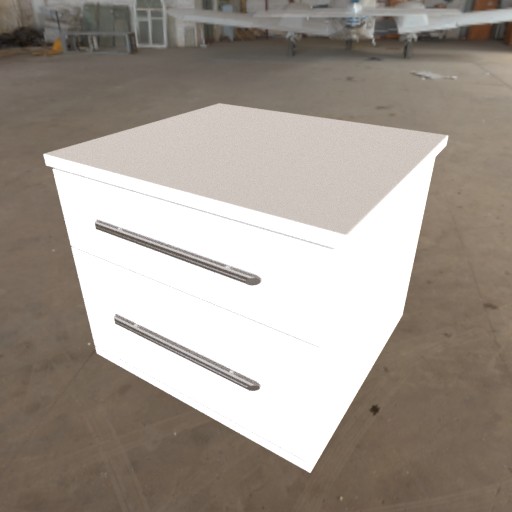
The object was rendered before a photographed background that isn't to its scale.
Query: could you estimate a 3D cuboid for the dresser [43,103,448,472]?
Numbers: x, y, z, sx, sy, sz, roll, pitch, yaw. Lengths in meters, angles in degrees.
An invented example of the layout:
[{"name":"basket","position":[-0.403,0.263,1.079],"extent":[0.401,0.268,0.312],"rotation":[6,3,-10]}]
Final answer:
[{"name":"dresser","position":[0.000,0.000,0.711],"extent":[0.430,0.360,0.400],"rotation":[18,35,28]}]
